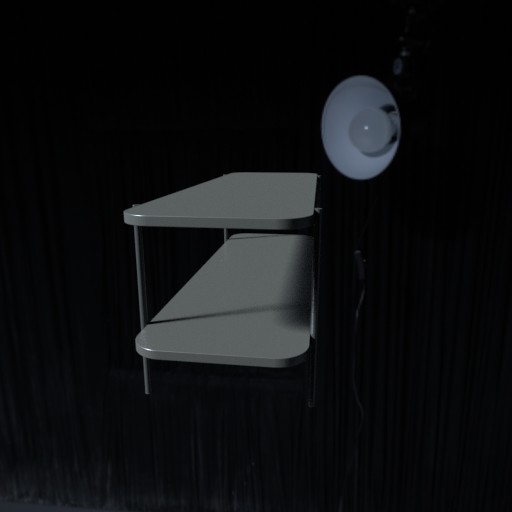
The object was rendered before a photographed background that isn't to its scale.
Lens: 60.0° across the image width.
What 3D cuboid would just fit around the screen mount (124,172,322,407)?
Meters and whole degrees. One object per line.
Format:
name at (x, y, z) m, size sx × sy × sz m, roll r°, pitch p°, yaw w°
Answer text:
screen mount at (0.000, 0.000, 1.417) m, size 0.400 × 0.447 × 1.200 m, roll 2°, pitch 15°, yaw 8°
